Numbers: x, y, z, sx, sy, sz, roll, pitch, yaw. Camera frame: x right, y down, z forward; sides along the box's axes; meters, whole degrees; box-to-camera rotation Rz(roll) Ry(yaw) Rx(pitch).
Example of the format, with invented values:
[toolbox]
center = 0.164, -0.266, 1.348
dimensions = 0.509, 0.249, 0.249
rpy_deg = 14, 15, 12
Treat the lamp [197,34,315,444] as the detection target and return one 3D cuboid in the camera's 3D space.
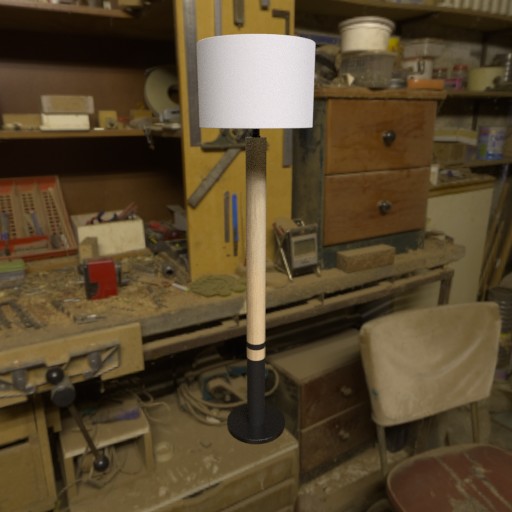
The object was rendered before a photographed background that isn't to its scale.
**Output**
[lamp]
center = 0.000, 0.000, 1.643
dimensions = 0.381, 1.478, 0.381
rpy_deg = -9, 19, -27
